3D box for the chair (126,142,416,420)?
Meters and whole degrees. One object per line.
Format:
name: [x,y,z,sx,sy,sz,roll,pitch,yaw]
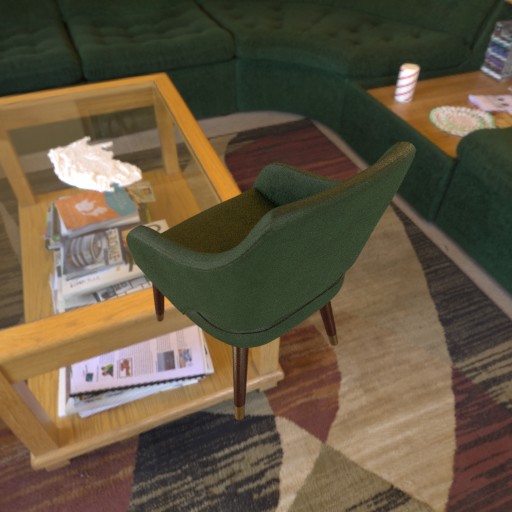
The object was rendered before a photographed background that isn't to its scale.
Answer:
chair: [0.000,0.000,1.587,0.683,1.081,0.794,-30,52,-27]
